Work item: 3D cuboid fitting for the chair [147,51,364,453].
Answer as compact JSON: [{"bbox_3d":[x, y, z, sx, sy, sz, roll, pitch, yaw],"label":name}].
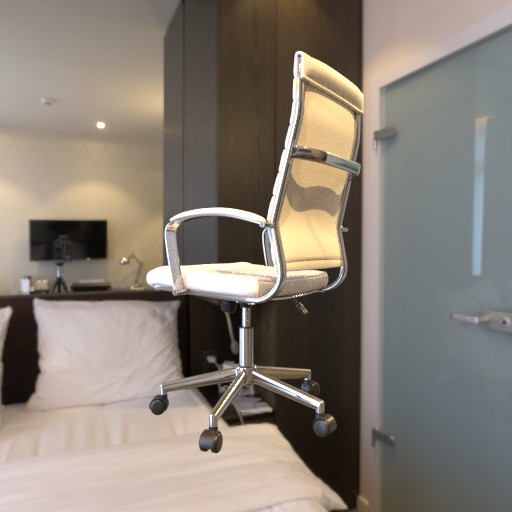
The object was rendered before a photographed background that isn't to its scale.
[{"bbox_3d":[0.000,0.000,1.582,0.679,1.149,0.679,1,2,36],"label":"chair"}]
